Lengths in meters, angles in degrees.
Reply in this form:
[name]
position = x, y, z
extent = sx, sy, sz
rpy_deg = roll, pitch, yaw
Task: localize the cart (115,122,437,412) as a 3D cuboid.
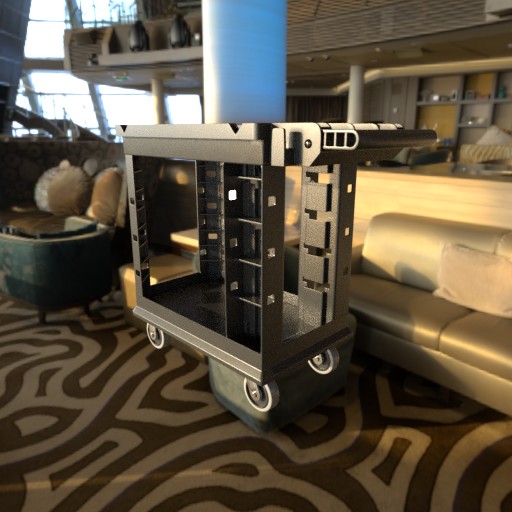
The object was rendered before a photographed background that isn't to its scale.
[cart]
position = 0.000, 0.000, 1.550
extent = 0.497, 0.884, 1.061
rpy_deg = -15, 22, -43
